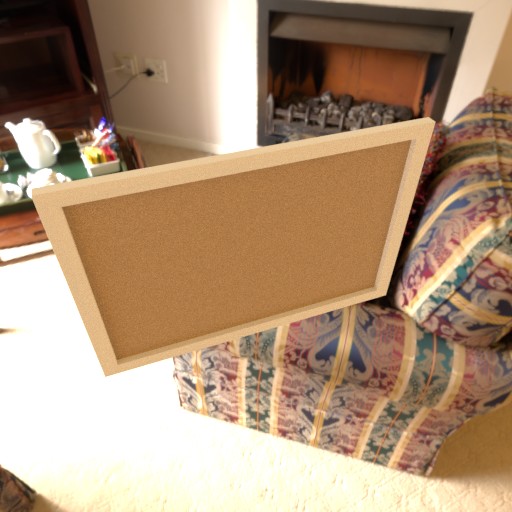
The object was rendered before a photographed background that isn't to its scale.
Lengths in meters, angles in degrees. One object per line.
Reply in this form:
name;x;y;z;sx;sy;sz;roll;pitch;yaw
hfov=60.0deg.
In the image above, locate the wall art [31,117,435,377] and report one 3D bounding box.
wall art;0.000;0.000;1.461;1.144;0.767;0.038;-14;44;-15
